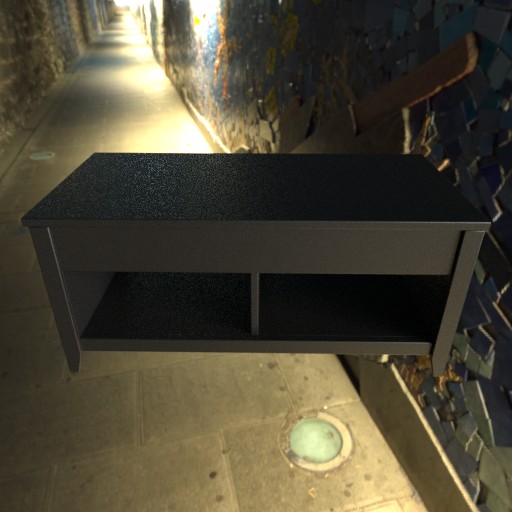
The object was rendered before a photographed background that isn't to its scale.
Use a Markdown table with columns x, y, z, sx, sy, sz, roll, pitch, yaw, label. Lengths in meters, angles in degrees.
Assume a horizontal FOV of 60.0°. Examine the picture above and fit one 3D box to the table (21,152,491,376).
| x | y | z | sx | sy | sz | roll | pitch | yaw | label |
| --- | --- | --- | --- | --- | --- | --- | --- | --- | --- |
| 0.000 | 0.000 | 1.278 | 1.016 | 0.457 | 0.483 | 1 | 30 | 1 | table |
